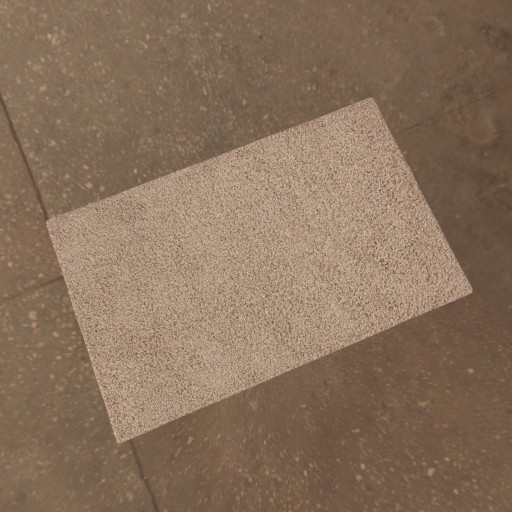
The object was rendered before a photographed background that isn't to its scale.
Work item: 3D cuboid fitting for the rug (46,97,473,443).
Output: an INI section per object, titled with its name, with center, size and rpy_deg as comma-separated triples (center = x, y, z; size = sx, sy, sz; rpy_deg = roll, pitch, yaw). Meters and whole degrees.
[rug]
center = 0.000, 0.000, 2.935
size = 2.438, 0.030, 1.524
rpy_deg = -22, 79, -5
